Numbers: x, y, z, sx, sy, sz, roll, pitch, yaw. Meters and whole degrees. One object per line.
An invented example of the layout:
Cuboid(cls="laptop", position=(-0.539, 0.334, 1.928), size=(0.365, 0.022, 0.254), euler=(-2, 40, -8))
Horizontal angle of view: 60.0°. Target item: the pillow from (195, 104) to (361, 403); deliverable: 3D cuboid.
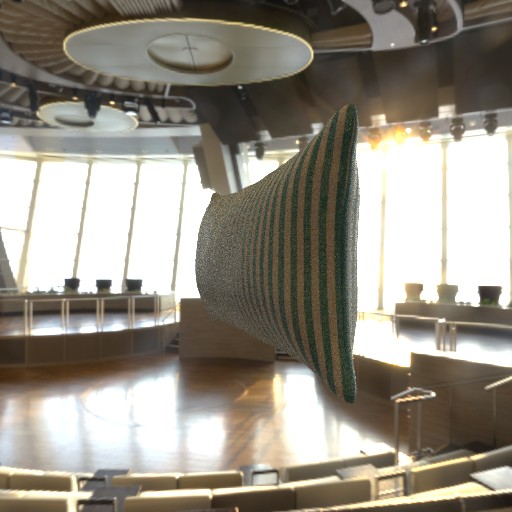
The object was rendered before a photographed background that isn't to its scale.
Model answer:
Cuboid(cls="pillow", position=(0.000, 0.000, 0.722), size=(0.151, 0.295, 0.617), euler=(0, -1, -18))
